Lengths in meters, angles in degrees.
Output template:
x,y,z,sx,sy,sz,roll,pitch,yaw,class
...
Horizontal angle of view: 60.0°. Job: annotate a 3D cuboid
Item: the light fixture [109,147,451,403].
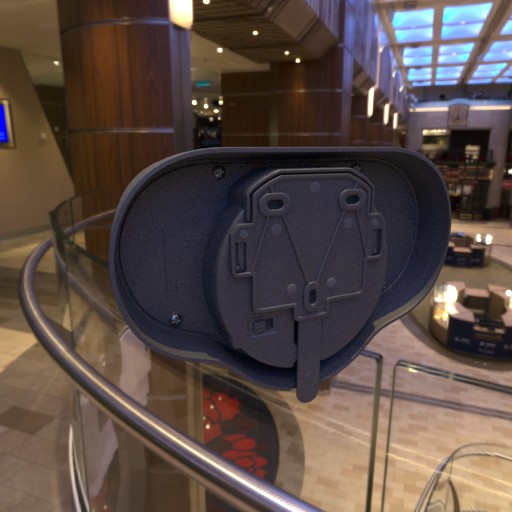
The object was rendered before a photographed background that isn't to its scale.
x,y,z,sx,sy,sz,roll,pitch,yaw,class
0.000,0.000,0.333,0.229,0.159,0.159,-7,15,-25,light fixture
